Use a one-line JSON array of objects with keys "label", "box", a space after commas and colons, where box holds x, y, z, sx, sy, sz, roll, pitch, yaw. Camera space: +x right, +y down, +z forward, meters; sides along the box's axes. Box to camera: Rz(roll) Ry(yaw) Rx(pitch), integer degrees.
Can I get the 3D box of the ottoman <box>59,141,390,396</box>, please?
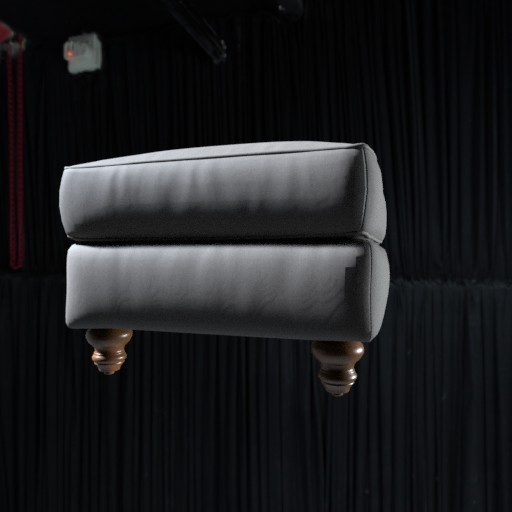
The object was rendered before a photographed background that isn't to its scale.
[{"label": "ottoman", "box": [0.000, 0.000, 1.147, 0.662, 0.505, 0.721, 0, 0, 17]}]
